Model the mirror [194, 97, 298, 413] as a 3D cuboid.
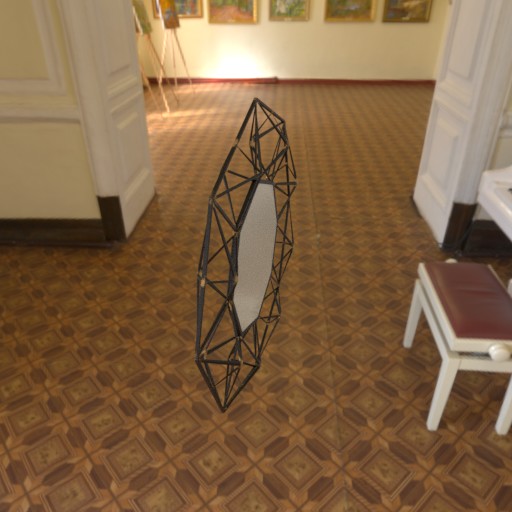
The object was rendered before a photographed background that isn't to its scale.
[{"bbox_3d":[0.000,0.000,1.035,0.094,0.710,0.710,9,32,14],"label":"mirror"}]
